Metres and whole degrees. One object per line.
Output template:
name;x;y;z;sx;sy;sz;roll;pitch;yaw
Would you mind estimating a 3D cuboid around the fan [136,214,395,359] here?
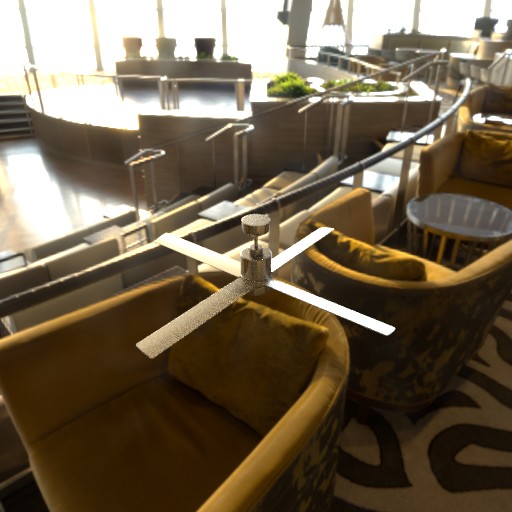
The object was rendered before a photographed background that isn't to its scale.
fan;0.000;0.000;1.996;1.322;0.355;1.322;21;35;33
